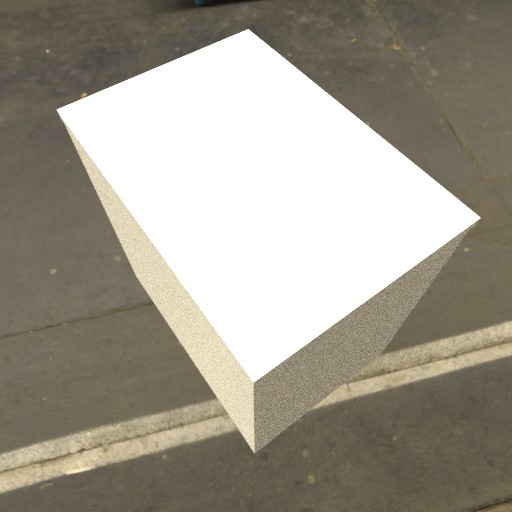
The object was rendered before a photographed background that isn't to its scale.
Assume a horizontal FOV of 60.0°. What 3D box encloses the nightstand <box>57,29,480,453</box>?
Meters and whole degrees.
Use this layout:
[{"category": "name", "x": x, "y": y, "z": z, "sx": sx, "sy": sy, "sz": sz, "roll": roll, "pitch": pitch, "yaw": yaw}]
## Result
[{"category": "nightstand", "x": 0.000, "y": 0.000, "z": 0.733, "sx": 0.325, "sy": 0.460, "sz": 0.441, "roll": -32, "pitch": 63, "yaw": -18}]
